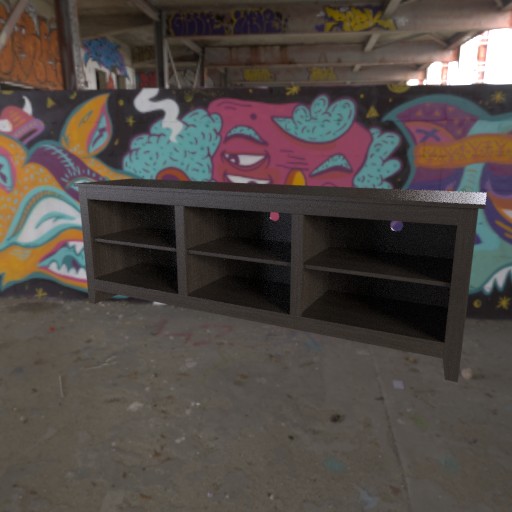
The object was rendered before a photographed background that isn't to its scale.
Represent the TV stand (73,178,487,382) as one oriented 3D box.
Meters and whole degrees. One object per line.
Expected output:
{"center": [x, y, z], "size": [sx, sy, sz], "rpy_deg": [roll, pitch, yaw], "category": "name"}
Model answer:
{"center": [0.000, 0.000, 1.991], "size": [1.778, 0.610, 0.406], "rpy_deg": [7, 15, 27], "category": "TV stand"}
